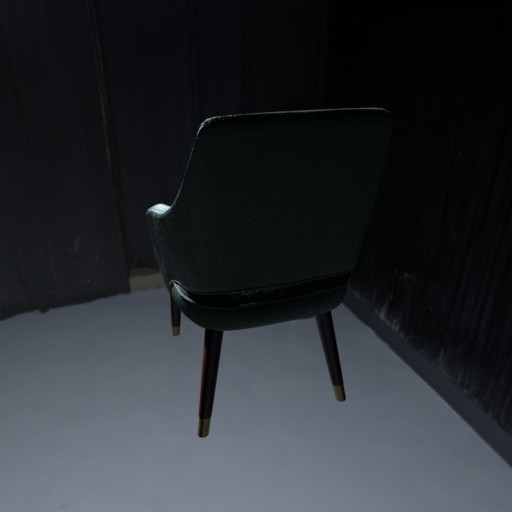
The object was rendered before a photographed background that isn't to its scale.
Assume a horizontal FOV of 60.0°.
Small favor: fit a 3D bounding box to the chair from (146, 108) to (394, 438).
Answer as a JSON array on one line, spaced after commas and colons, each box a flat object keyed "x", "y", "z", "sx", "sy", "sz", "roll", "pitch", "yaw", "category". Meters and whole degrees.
[{"x": 0.000, "y": 0.000, "z": 1.558, "sx": 0.683, "sy": 1.081, "sz": 0.794, "roll": -8, "pitch": 27, "yaw": -16, "category": "chair"}]
